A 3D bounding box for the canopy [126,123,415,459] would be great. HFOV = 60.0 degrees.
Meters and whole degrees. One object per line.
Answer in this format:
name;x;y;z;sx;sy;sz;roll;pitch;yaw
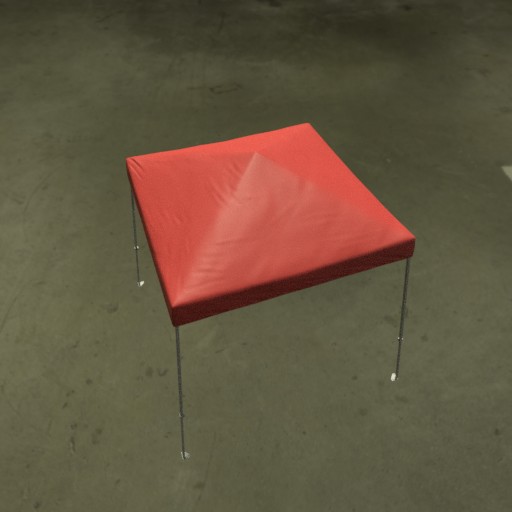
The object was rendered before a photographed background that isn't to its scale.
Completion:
canopy;0.000;0.000;5.301;2.848;2.849;2.849;-15;47;-14
